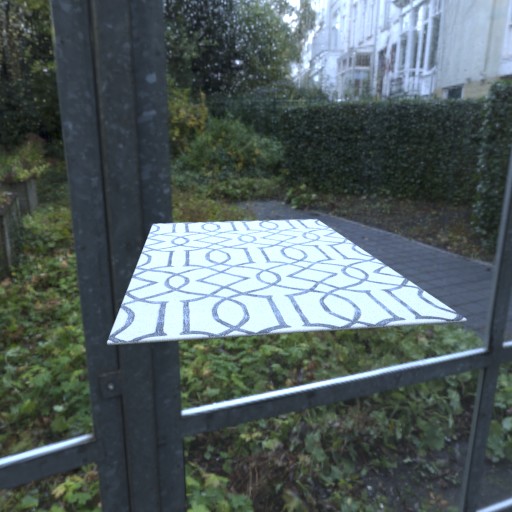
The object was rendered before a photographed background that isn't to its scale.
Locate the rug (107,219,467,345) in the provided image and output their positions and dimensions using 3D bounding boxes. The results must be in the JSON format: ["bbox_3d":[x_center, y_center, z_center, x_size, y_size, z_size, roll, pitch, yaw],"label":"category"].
[{"bbox_3d":[0.000,0.000,2.951,1.521,0.017,2.365,-2,16,-8],"label":"rug"}]
